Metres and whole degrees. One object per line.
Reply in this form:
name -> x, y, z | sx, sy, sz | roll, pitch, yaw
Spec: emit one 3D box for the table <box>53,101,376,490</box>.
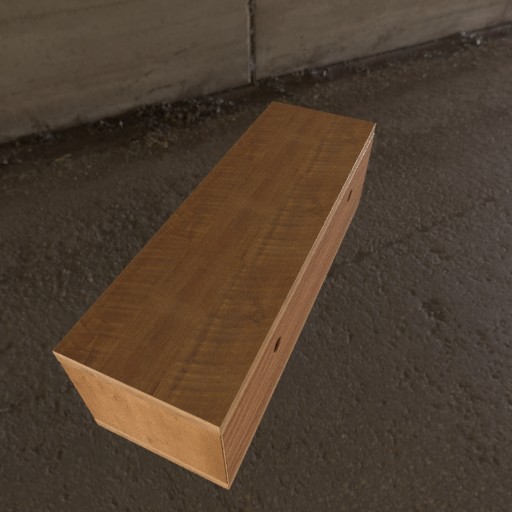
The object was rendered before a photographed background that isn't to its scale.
table -> 0.000, 0.000, 1.743 | 0.499, 0.491, 1.499 | 18, 49, 17
